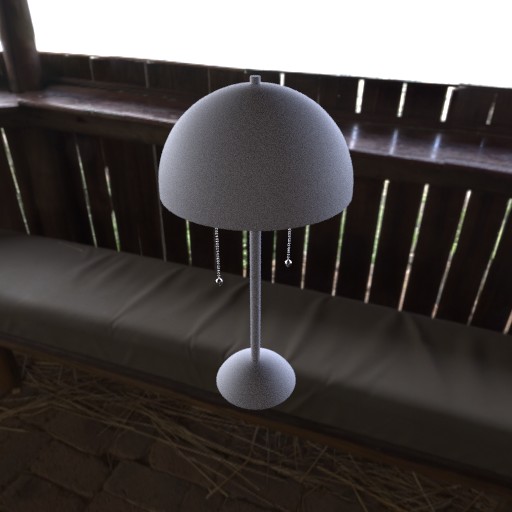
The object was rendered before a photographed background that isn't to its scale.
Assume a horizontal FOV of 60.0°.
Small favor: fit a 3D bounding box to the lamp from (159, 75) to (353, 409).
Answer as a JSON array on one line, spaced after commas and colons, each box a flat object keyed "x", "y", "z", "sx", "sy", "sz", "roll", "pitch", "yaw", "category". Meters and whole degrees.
[{"x": 0.000, "y": 0.000, "z": 0.435, "sx": 0.171, "sy": 0.330, "sz": 0.171, "roll": 0, "pitch": 30, "yaw": 0, "category": "lamp"}]
